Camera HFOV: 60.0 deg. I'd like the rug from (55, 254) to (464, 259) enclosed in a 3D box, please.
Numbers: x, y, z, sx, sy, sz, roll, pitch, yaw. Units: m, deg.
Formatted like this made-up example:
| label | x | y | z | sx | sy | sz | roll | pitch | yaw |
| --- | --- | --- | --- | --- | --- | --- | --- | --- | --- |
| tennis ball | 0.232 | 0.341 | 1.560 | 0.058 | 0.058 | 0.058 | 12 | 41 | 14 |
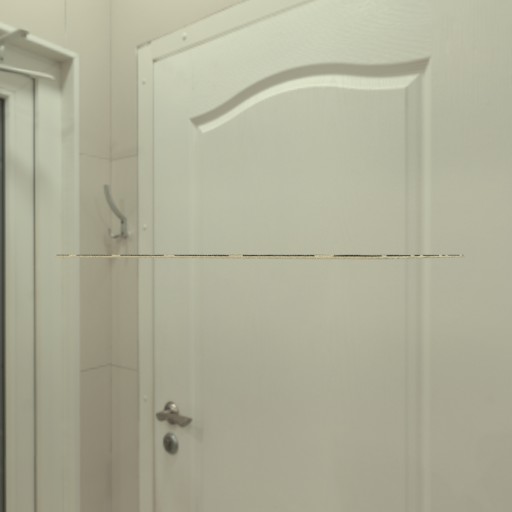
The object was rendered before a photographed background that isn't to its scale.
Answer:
| label | x | y | z | sx | sy | sz | roll | pitch | yaw |
| --- | --- | --- | --- | --- | --- | --- | --- | --- | --- |
| rug | 0.000 | 0.000 | 2.987 | 2.286 | 0.016 | 1.555 | 0 | 0 | 36 |
